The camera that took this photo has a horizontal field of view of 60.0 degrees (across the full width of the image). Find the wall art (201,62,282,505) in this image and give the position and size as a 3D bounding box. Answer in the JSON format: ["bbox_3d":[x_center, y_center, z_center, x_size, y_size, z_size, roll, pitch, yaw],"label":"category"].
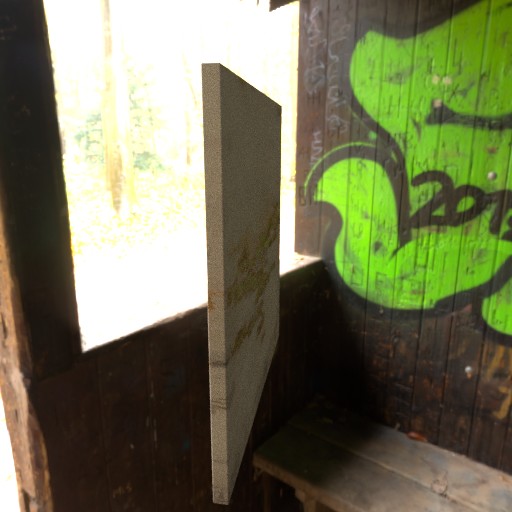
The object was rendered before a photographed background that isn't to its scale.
[{"bbox_3d":[0.000,0.000,1.460,0.040,1.018,1.015,2,14,10],"label":"wall art"}]
